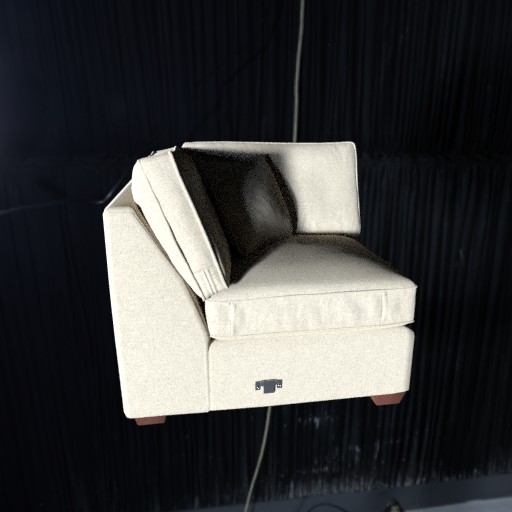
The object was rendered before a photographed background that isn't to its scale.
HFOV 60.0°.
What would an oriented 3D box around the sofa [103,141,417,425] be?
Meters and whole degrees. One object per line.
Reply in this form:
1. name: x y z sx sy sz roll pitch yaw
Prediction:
1. sofa: 0.000 0.000 2.033 1.146 1.002 1.084 -3 16 -9
